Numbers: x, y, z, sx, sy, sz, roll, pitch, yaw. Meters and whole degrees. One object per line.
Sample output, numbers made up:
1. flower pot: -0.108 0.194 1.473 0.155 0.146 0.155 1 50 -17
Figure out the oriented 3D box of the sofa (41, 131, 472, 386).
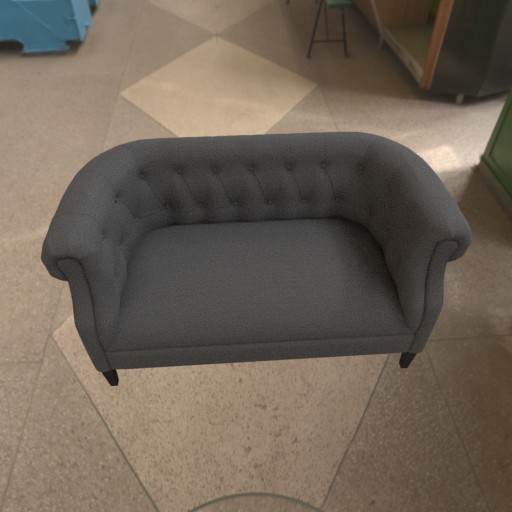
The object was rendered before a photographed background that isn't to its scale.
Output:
1. sofa: 0.000 0.000 2.013 1.558 0.827 0.835 -3 46 -3
